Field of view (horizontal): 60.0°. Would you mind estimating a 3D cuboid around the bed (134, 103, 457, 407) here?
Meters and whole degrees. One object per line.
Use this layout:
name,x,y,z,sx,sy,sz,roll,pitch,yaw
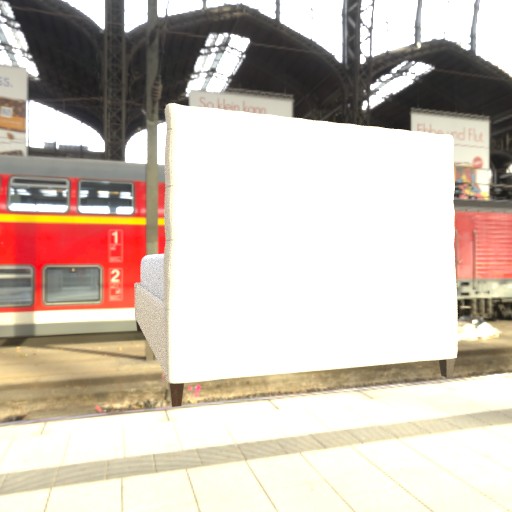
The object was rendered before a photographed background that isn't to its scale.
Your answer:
bed,0.000,0.000,3.436,1.698,1.427,2.387,0,0,-19
